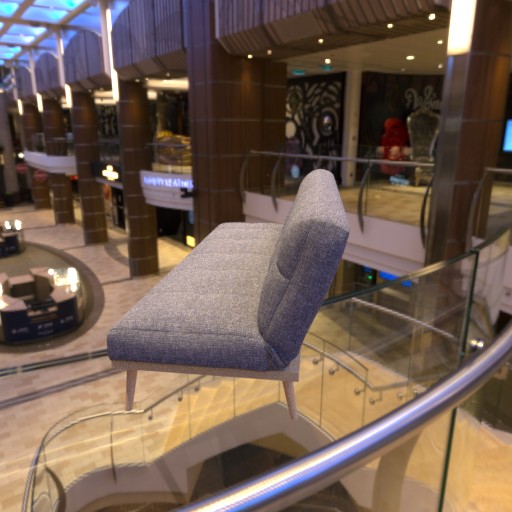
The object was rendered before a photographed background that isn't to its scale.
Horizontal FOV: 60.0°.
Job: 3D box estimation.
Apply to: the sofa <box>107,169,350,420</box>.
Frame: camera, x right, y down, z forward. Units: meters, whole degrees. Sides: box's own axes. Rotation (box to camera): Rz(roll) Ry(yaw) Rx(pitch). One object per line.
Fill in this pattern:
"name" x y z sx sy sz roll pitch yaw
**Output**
"sofa" 0.000 0.000 2.322 0.820 0.770 1.820 2 16 7
